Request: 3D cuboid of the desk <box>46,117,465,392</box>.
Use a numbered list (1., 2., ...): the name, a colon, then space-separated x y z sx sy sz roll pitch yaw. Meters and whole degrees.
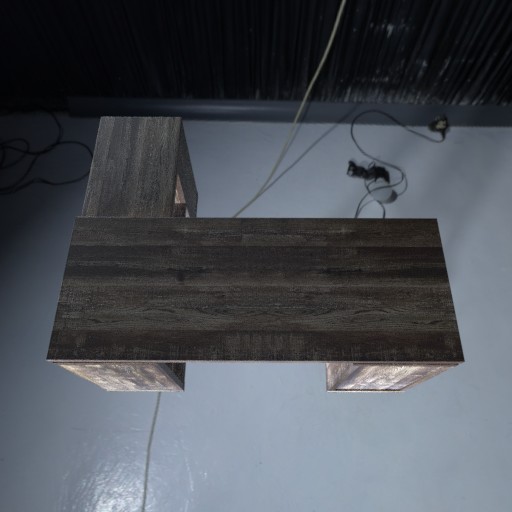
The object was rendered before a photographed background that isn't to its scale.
1. desk: 0.000 0.000 2.209 1.524 0.753 1.200 0 65 0
